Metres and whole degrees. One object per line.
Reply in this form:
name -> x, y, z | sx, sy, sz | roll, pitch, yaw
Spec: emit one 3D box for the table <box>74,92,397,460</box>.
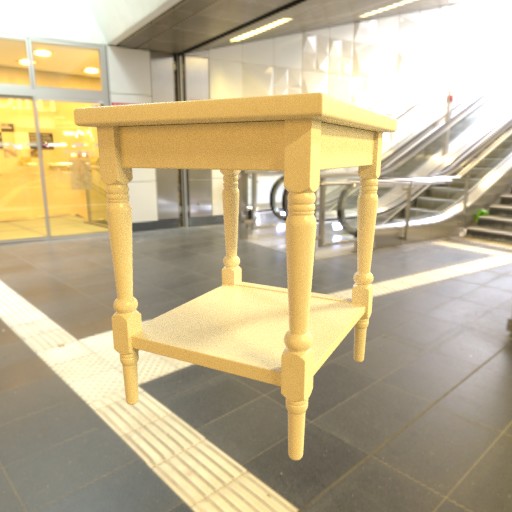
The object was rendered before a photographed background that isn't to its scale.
table -> 0.000, 0.000, 0.922 | 0.442, 0.565, 0.488 | 7, 15, 27
